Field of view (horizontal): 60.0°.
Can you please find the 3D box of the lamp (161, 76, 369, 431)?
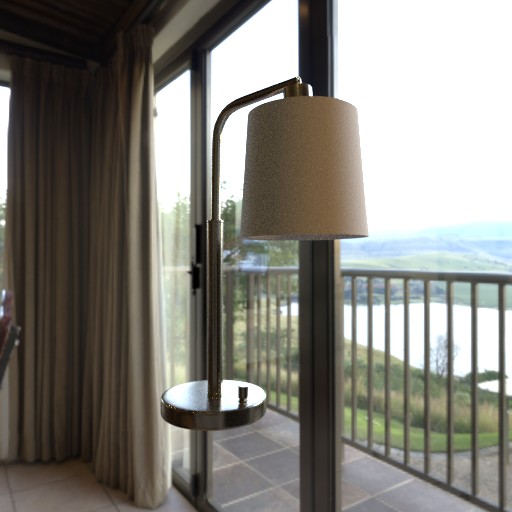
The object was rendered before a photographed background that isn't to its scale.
[{"bbox_3d":[0.000,0.000,0.647,0.333,0.489,0.171,0,0,38],"label":"lamp"}]
